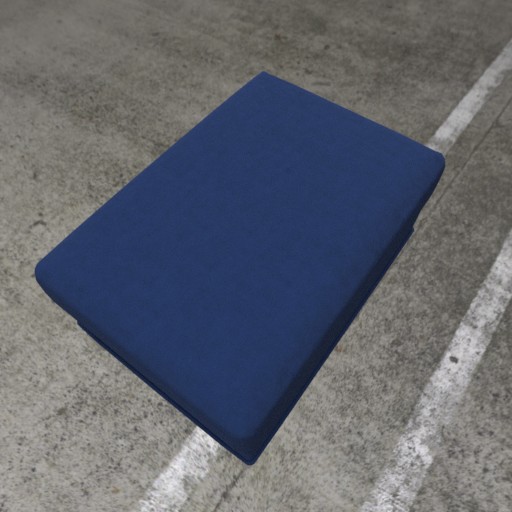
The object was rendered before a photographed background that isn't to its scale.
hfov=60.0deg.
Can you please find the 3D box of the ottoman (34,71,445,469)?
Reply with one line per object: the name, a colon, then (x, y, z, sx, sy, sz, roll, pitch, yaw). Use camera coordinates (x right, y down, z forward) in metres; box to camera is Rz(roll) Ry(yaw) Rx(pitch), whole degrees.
ottoman: (0.000, 0.000, 1.174, 0.587, 0.498, 0.835, 32, 63, 19)
